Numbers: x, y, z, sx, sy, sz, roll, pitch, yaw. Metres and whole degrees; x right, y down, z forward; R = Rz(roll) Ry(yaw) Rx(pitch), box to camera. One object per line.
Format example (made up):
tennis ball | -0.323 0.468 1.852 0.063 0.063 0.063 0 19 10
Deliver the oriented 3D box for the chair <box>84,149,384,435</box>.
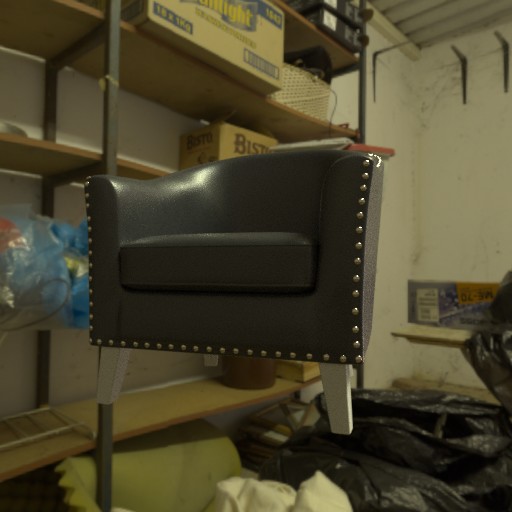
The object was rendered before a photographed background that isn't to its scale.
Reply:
chair | 0.000 0.000 1.424 0.794 0.823 0.748 0 -1 19
